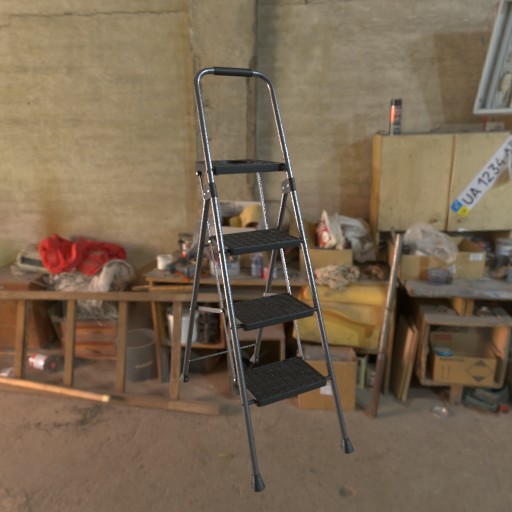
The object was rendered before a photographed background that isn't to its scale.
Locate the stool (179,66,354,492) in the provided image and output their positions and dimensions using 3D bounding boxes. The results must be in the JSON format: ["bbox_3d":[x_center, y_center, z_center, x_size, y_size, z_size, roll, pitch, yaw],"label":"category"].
[{"bbox_3d":[0.000,0.000,1.578,0.396,1.277,0.733,-9,19,-27],"label":"stool"}]
